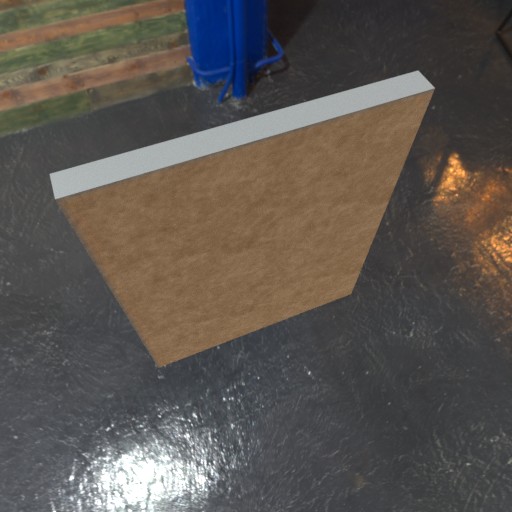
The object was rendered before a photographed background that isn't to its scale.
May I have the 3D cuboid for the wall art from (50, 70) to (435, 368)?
[{"bbox_3d":[0.000,0.000,0.737,0.453,0.554,0.037,-19,60,-11],"label":"wall art"}]
